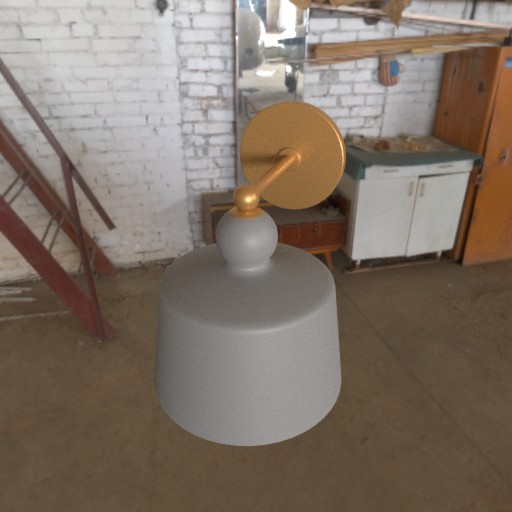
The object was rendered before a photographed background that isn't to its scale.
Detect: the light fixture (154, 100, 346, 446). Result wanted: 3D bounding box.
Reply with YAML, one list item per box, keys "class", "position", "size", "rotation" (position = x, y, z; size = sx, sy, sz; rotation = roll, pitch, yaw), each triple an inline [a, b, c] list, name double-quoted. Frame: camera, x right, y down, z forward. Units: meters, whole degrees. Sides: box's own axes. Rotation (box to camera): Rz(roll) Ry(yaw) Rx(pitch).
- class: "light fixture"
  position: [0.000, 0.000, 0.453]
  size: [0.204, 0.268, 0.254]
  rotation: [10, 29, 18]
